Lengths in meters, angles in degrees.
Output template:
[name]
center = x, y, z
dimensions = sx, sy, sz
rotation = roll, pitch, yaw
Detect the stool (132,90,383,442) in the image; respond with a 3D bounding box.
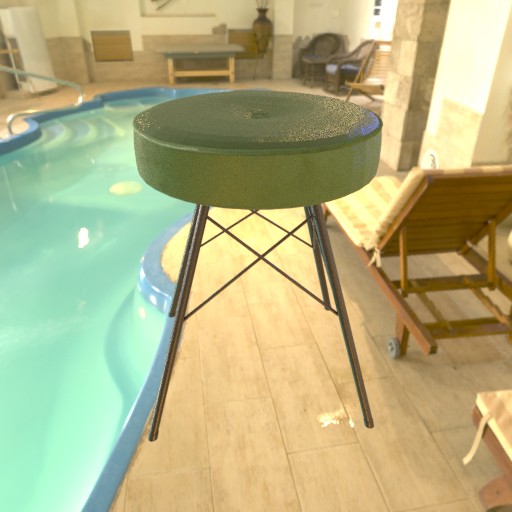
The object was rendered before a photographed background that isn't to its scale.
[stool]
center = 0.000, 0.000, 0.911
dimensions = 0.457, 0.595, 0.430
rotation = -2, 30, -3
